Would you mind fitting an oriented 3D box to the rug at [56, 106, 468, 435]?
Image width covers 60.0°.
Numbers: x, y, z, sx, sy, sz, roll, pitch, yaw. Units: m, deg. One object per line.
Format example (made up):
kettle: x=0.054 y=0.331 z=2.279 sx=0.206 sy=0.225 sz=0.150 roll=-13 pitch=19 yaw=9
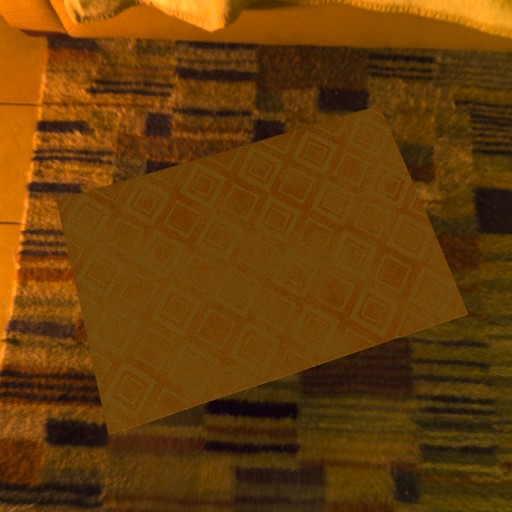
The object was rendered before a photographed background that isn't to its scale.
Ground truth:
rug: x=0.000 y=0.000 z=2.261 sx=1.829 sy=0.010 sz=1.213 roll=-17 pitch=77 yaw=-4
